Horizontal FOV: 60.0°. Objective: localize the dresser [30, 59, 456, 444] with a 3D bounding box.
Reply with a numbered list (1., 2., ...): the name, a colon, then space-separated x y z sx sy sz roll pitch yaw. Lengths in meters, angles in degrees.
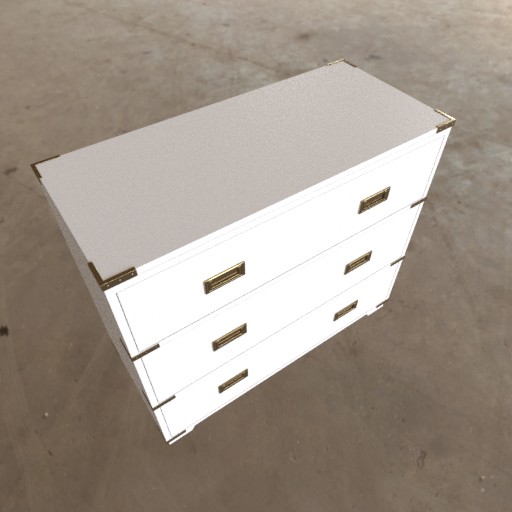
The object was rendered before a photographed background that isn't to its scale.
1. dresser: 0.000 0.000 1.480 1.022 0.891 0.460 -27 53 -22
